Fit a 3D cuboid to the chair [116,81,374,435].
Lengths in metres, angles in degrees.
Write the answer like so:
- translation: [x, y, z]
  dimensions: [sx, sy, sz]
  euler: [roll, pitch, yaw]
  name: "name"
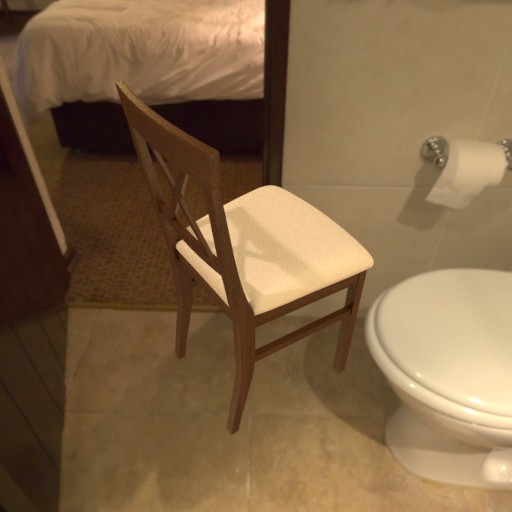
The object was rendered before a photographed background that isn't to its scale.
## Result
- translation: [0.000, 0.000, 1.193]
  dimensions: [0.480, 0.913, 0.440]
  euler: [-25, 47, -26]
  name: "chair"
